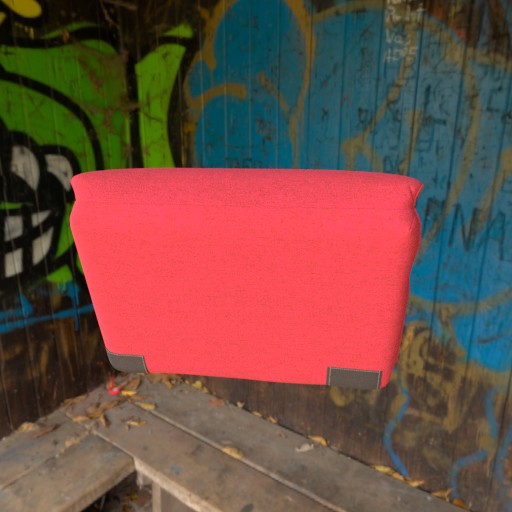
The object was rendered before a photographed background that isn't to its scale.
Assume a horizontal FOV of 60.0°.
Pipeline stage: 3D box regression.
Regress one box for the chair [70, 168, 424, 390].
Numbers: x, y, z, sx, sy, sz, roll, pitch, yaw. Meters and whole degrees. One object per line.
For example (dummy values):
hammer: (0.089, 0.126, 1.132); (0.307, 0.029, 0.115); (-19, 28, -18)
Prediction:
chair: (0.000, 0.000, 1.371); (0.820, 0.580, 0.780); (2, 16, 7)
